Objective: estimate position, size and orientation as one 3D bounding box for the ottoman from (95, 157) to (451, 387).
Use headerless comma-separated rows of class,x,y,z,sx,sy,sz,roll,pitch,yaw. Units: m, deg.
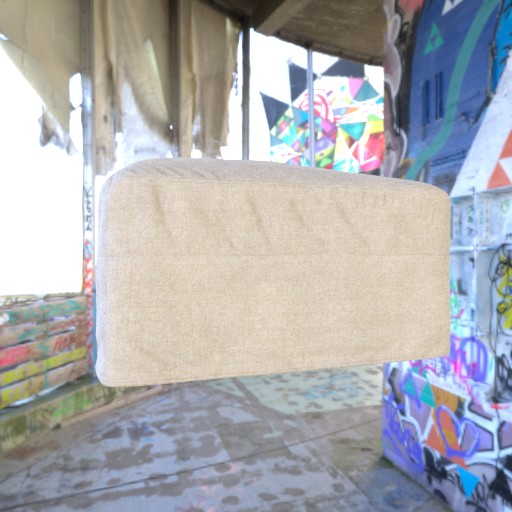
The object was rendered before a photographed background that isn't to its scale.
ottoman,0.000,0.000,1.245,0.837,0.481,0.683,0,1,-17
